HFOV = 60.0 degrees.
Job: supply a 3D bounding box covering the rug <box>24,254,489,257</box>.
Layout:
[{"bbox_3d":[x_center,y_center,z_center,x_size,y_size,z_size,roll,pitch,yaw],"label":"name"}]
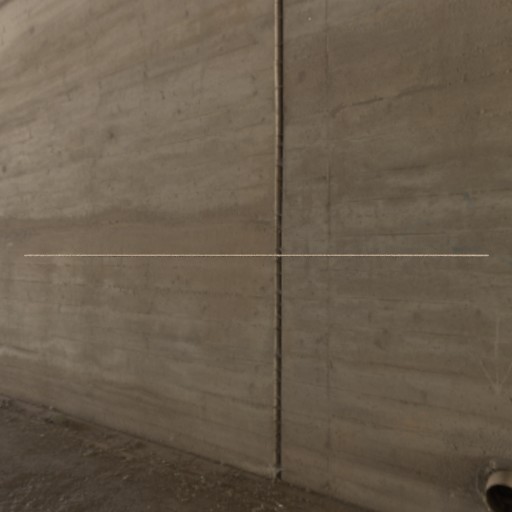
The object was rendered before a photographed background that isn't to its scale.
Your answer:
[{"bbox_3d":[0.000,0.000,3.084,2.440,0.008,1.524,0,0,0],"label":"rug"}]
